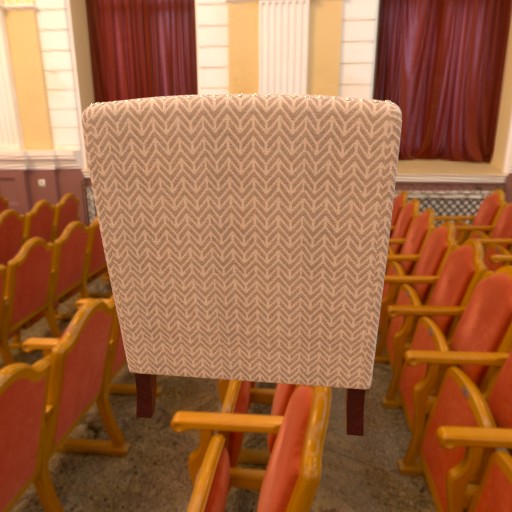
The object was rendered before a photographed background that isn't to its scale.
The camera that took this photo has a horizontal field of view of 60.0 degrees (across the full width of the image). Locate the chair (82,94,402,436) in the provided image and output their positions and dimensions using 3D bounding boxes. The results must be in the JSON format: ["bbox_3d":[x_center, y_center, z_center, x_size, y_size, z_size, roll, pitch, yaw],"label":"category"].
[{"bbox_3d":[0.000,0.000,1.243,0.623,0.816,0.651,2,16,7],"label":"chair"}]
